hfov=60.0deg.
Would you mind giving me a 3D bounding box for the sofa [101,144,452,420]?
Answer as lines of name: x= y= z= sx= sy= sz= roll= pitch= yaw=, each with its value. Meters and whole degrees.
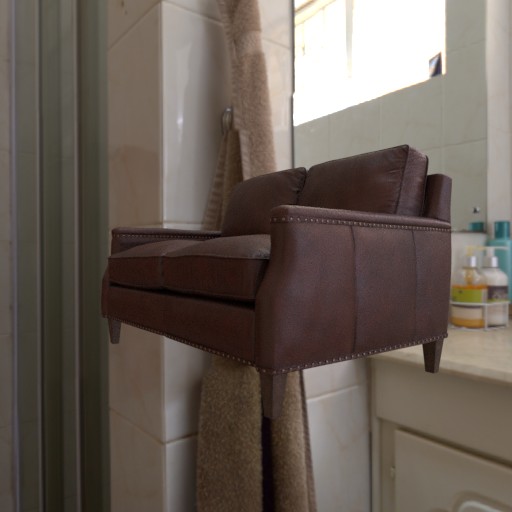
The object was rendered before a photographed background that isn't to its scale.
sofa: x=0.000 y=0.000 z=2.250 sx=1.083 sy=1.003 sz=1.628 roll=0 pitch=0 yaw=-37
